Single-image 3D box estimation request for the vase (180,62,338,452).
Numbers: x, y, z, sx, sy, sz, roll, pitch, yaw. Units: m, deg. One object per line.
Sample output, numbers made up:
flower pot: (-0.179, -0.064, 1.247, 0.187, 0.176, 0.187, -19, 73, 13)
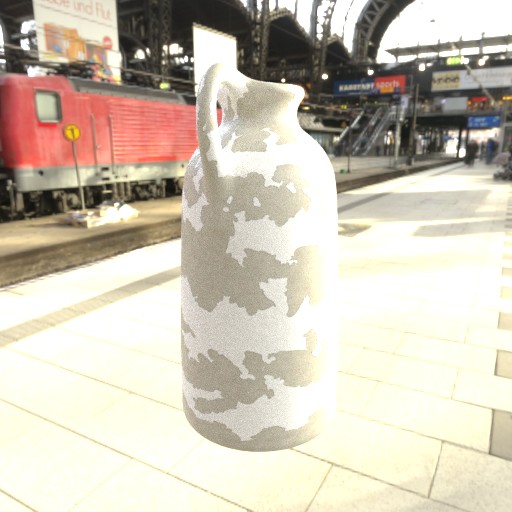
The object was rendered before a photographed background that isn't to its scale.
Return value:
vase: (0.000, 0.000, 0.493, 0.186, 0.382, 0.203, 7, 16, 26)
